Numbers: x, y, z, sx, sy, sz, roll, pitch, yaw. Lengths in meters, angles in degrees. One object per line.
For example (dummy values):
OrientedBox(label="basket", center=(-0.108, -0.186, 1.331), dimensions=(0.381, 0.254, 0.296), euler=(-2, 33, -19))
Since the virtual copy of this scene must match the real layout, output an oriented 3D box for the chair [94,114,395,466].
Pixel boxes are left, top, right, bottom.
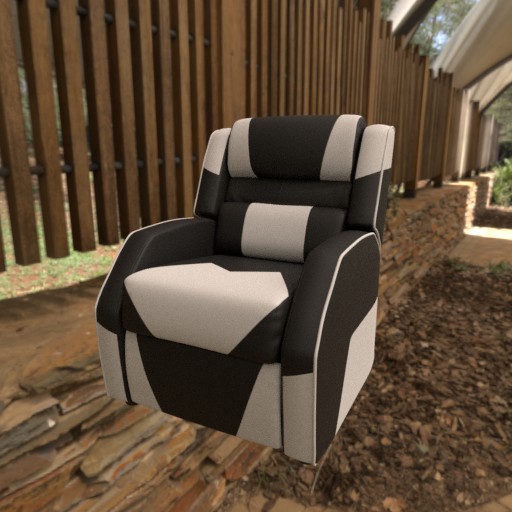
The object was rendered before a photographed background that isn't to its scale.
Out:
OrientedBox(label="chair", center=(0.000, 0.000, 1.270), dimensions=(0.620, 0.805, 0.672), euler=(7, 15, 26))
